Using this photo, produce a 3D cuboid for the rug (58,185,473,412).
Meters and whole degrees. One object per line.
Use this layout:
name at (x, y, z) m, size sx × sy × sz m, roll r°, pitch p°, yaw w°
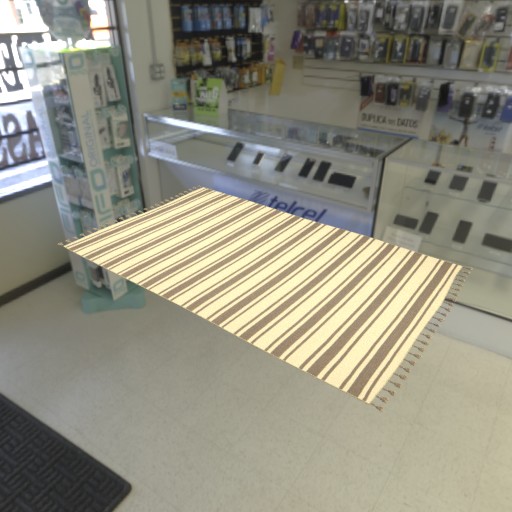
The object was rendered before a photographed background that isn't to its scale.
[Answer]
rug at (0.000, 0.000, 2.545) m, size 2.096 × 0.011 × 1.229 m, roll 21°, pitch 36°, yaw 32°
